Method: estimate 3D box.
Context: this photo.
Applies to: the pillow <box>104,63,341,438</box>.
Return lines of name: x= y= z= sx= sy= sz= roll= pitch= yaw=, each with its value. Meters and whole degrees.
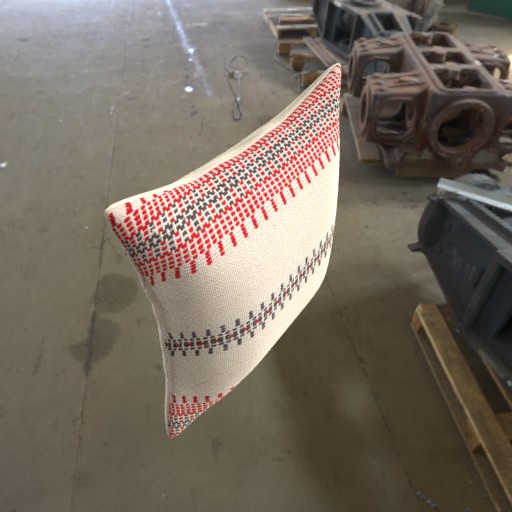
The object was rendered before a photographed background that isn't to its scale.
pillow: x=0.000 y=0.000 z=0.695 sx=0.160 sy=0.454 sz=0.463 roll=25 pitch=48 yaw=25
